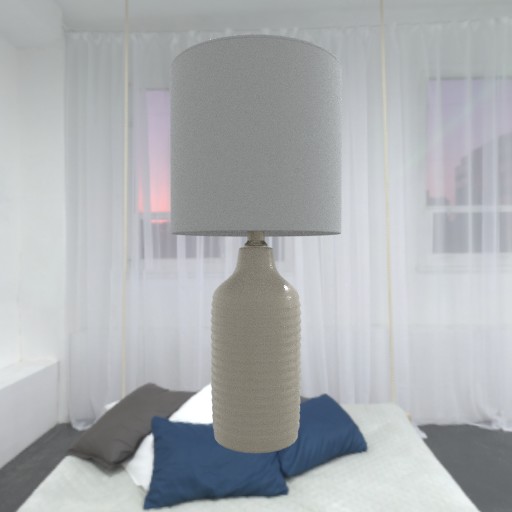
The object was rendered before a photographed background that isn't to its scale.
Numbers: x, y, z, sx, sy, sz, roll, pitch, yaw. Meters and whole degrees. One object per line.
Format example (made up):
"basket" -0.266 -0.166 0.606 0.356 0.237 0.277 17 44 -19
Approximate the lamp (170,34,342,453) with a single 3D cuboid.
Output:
"lamp" 0.000 0.000 0.584 0.220 0.475 0.220 0 1 -18
